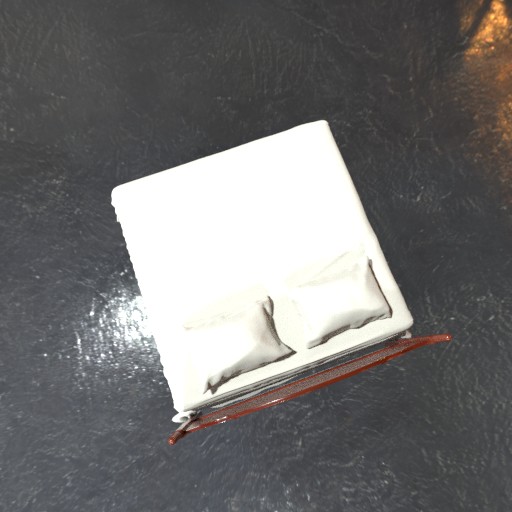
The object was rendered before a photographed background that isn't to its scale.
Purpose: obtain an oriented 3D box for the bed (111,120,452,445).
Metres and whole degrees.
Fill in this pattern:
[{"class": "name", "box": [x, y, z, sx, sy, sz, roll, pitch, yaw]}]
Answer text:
[{"class": "bed", "box": [0.000, 0.000, 3.657, 2.322, 1.355, 2.219, -19, 78, -4]}]
